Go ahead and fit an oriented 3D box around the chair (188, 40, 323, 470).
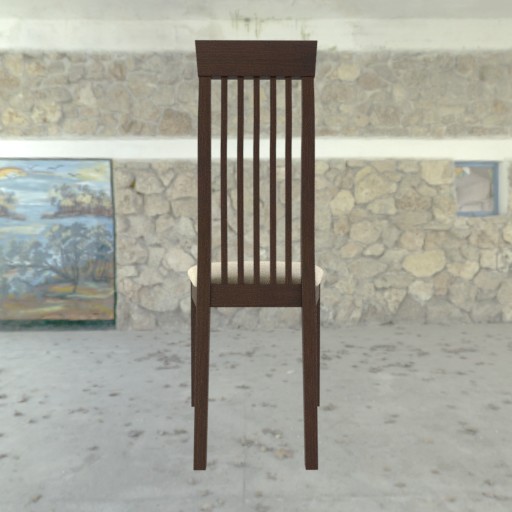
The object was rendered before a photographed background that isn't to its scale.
[{"bbox_3d":[0.000,0.000,1.287,0.460,1.027,0.474,0,1,0],"label":"chair"}]
